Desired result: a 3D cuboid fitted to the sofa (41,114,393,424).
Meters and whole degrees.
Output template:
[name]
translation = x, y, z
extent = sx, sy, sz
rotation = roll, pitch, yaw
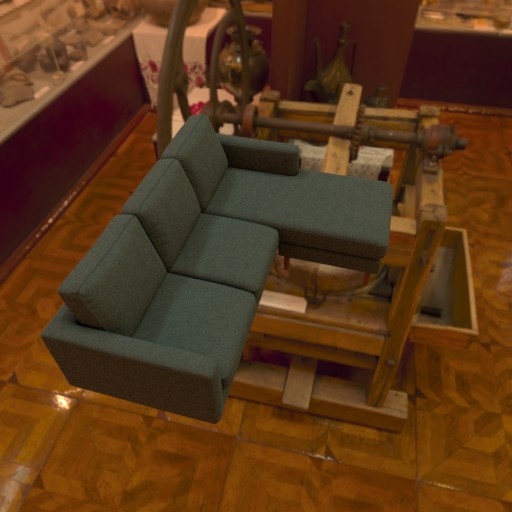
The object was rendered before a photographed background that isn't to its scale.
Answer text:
[sofa]
translation = 0.000, 0.000, 2.887
extent = 1.667, 0.957, 2.055
rotation = 11, 47, 11
